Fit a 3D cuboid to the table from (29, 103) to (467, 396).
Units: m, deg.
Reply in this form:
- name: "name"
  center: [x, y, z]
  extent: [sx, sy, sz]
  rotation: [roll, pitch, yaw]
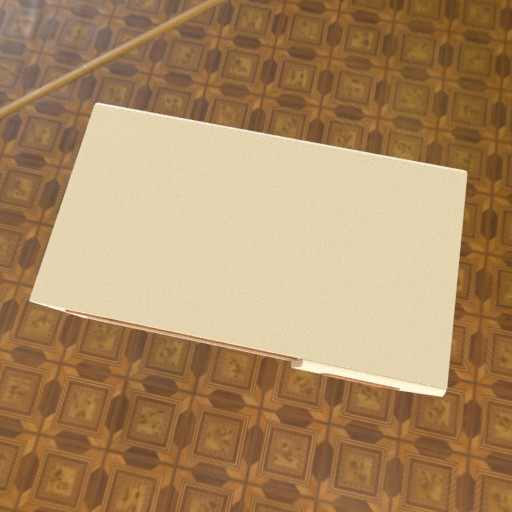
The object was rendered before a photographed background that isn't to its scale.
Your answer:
- name: "table"
  center: [0.000, 0.000, 1.421]
  extent: [1.097, 0.442, 0.639]
  rotation: [11, 76, 3]
